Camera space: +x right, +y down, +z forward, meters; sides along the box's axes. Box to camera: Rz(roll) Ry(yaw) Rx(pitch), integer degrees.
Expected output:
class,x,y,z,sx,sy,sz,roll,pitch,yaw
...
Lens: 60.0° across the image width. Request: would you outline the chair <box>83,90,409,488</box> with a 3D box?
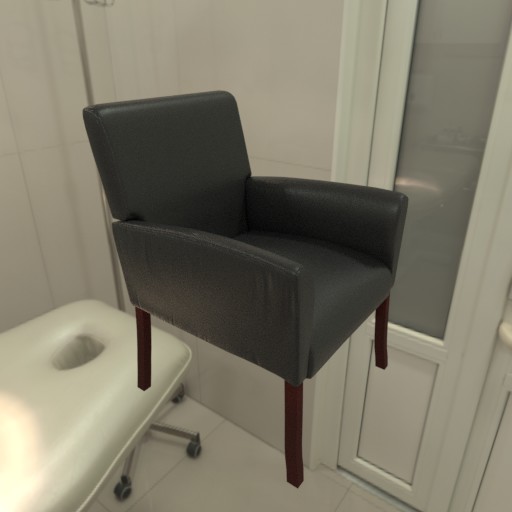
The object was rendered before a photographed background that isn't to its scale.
class,x,y,z,sx,sy,sz,roll,pitch,yaw
chair,0.000,0.000,1.459,0.772,0.951,0.683,18,31,33
